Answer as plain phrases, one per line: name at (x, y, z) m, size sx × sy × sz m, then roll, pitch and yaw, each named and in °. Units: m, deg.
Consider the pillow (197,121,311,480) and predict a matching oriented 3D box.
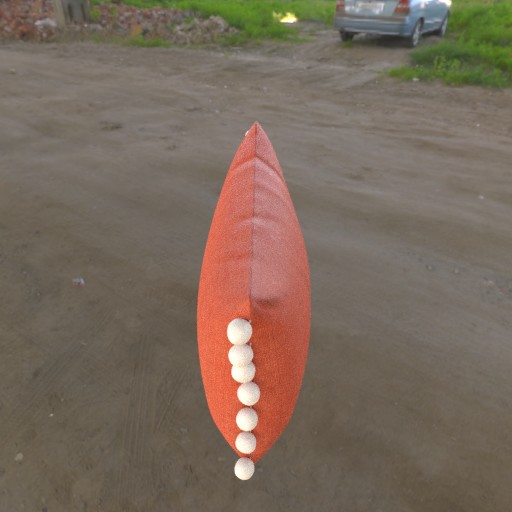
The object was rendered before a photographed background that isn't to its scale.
pillow at (0.000, 0.000, 0.837) m, size 0.201 × 0.322 × 0.709 m, roll 0°, pitch 33°, yaw 1°
